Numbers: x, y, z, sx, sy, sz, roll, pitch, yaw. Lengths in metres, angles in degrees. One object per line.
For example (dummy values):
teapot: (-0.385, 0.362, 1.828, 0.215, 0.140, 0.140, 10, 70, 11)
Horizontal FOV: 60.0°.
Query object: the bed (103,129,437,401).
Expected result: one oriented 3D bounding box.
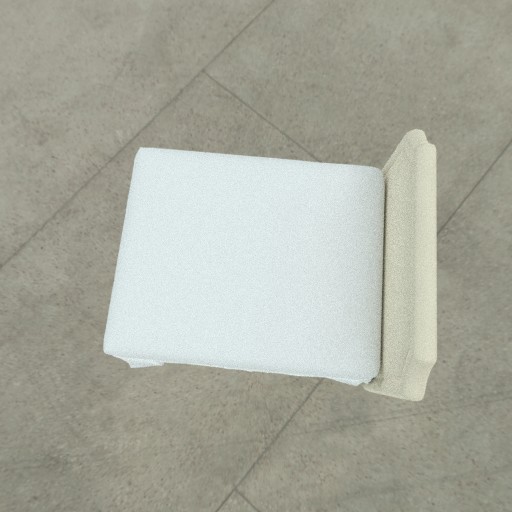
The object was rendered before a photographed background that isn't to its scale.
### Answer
bed: (0.000, 0.000, 3.308, 2.209, 1.296, 1.827, 5, 76, 1)
